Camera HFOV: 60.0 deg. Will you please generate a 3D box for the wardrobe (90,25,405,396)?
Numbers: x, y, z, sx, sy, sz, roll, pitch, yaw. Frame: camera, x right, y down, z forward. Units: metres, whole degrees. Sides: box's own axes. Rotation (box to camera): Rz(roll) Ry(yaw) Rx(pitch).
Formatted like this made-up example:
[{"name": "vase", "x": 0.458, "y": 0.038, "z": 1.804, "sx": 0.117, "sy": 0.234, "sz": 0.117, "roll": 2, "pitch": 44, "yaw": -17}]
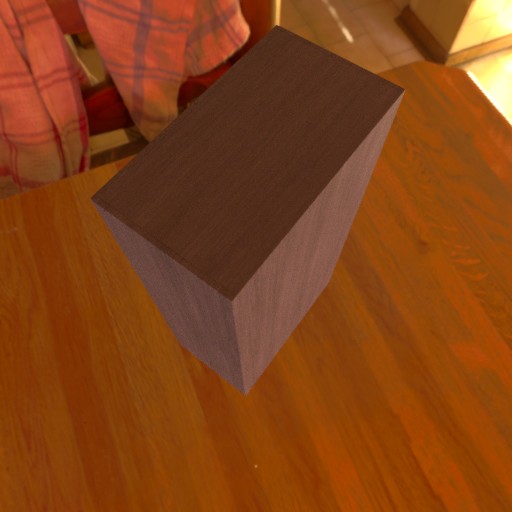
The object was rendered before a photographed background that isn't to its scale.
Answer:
[{"name": "wardrobe", "x": 0.000, "y": 0.000, "z": 2.283, "sx": 0.577, "sy": 1.808, "sz": 0.991, "roll": 34, "pitch": 69, "yaw": 15}]
